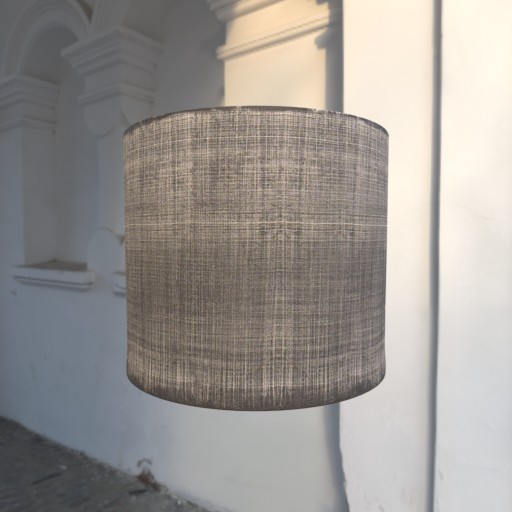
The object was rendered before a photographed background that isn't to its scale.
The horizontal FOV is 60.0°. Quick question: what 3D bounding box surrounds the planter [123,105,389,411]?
[{"bbox_3d":[0.000,0.000,0.313,0.178,0.157,0.178,0,2,0],"label":"planter"}]
